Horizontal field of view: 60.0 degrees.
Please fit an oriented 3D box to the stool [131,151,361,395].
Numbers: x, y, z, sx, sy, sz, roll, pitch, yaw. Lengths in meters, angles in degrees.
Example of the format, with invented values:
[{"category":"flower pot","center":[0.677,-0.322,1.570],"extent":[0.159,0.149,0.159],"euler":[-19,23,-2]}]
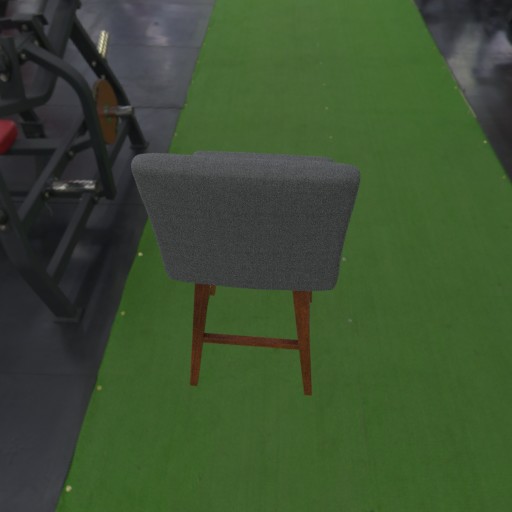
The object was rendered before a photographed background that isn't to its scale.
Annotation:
[{"category":"stool","center":[0.000,0.000,1.274],"extent":[0.447,0.977,0.524],"euler":[4,47,3]}]
